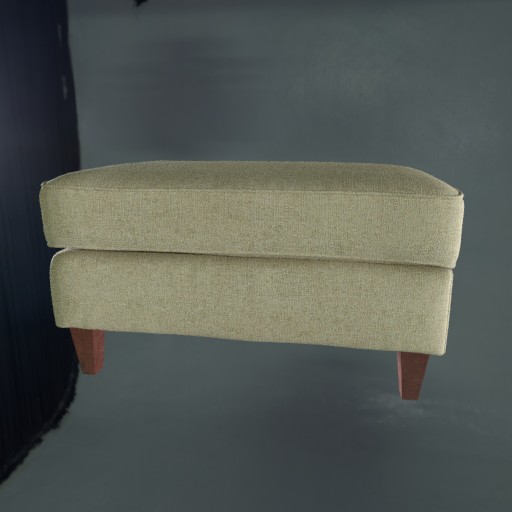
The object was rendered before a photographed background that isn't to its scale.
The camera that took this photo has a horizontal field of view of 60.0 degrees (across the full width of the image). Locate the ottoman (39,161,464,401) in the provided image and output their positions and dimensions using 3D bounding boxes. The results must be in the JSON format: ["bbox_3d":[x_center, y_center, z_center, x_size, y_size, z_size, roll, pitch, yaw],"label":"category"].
[{"bbox_3d":[0.000,0.000,1.166,0.862,0.484,0.583,2,15,8],"label":"ottoman"}]
